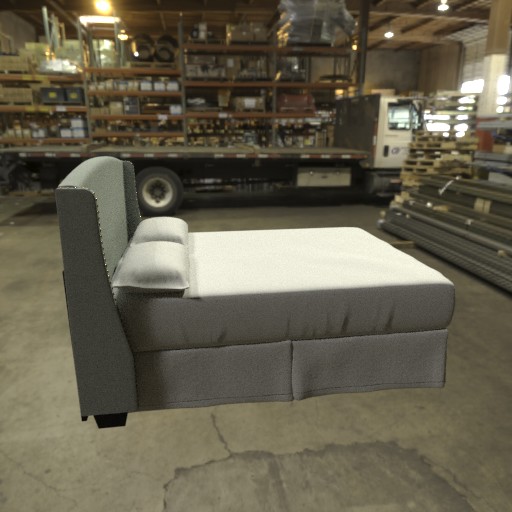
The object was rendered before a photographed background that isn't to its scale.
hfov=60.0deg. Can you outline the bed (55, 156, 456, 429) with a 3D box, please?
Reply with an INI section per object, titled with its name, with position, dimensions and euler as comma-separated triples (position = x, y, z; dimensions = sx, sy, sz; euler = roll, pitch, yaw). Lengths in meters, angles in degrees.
[bed]
position = 0.000, 0.000, 3.201
dimensions = 2.237, 1.407, 1.710
euler = -3, 17, -9
